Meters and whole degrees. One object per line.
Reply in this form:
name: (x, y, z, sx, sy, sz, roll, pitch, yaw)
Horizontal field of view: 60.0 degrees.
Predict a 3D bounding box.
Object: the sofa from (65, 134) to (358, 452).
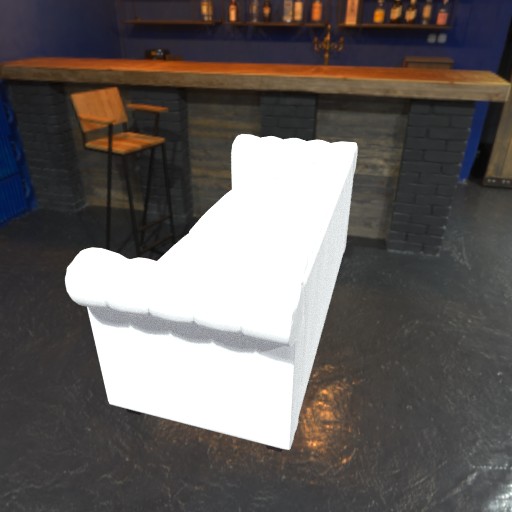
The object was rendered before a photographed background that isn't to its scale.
sofa: (0.000, 0.000, 2.223, 0.771, 0.796, 1.798, 8, 30, 15)
